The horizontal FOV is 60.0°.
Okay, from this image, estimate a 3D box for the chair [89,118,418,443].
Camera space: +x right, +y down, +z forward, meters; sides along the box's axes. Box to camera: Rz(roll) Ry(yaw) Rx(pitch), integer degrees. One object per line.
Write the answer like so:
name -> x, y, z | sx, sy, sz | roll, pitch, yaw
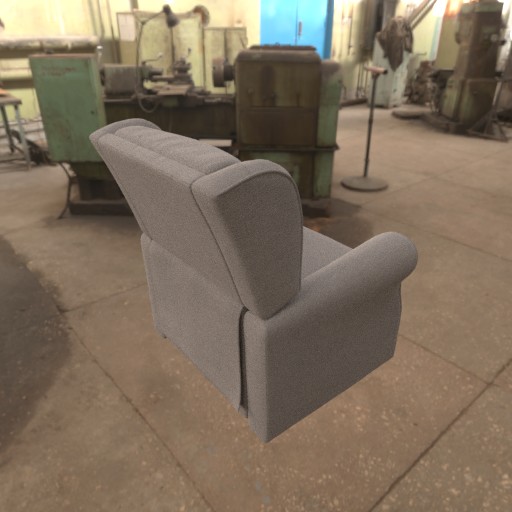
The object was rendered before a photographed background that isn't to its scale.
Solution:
chair -> 0.000, 0.000, 1.671 | 0.854, 0.966, 0.906 | -20, 33, -33
